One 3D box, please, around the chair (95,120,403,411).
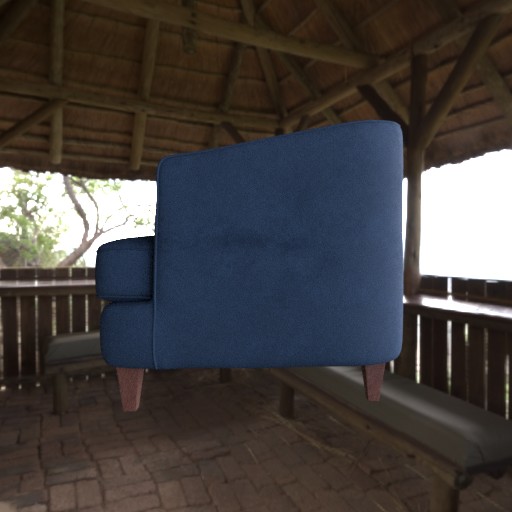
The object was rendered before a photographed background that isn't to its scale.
[{"bbox_3d":[0.000,0.000,1.719,0.940,0.852,1.094,0,1,0],"label":"chair"}]
